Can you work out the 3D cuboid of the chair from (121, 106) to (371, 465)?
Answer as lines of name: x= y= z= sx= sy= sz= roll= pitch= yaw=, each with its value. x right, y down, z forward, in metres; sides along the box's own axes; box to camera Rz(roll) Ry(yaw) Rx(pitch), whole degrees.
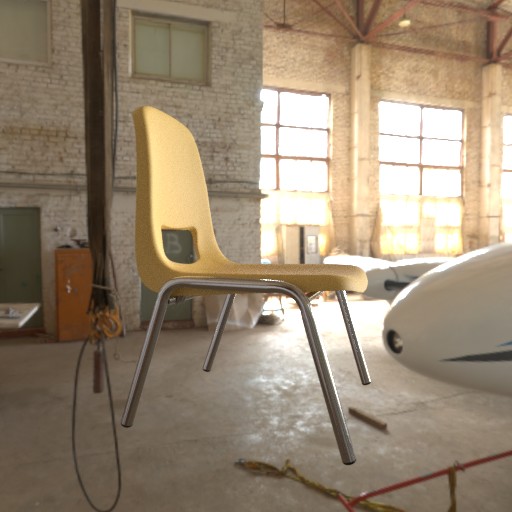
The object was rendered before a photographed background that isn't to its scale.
chair: x=0.000 y=0.000 z=0.793 sx=0.385 sy=0.536 sz=0.354 roll=1 pitch=2 yaw=18
